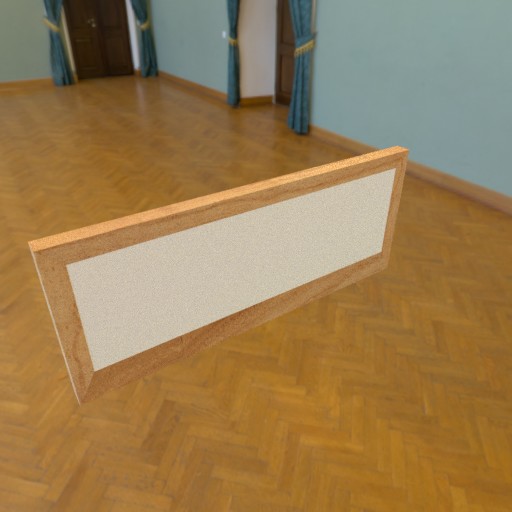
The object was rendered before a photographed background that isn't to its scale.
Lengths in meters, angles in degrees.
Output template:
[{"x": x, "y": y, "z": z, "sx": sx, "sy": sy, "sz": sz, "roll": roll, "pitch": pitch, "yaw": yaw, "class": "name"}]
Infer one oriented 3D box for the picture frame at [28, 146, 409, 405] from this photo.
[{"x": 0.000, "y": 0.000, "z": 0.670, "sx": 0.582, "sy": 0.234, "sz": 0.045, "roll": -20, "pitch": 37, "yaw": -29, "class": "picture frame"}]
